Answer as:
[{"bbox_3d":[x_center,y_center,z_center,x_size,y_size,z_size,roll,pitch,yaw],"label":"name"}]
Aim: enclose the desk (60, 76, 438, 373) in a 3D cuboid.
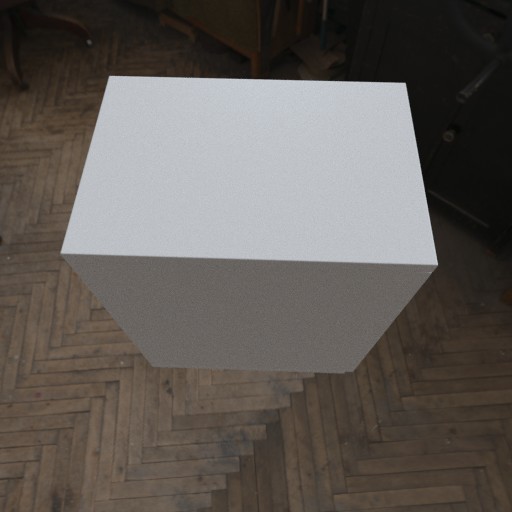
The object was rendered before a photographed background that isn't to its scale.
[{"bbox_3d":[0.000,0.000,1.106,0.600,0.730,0.404,2,62,1],"label":"desk"}]
